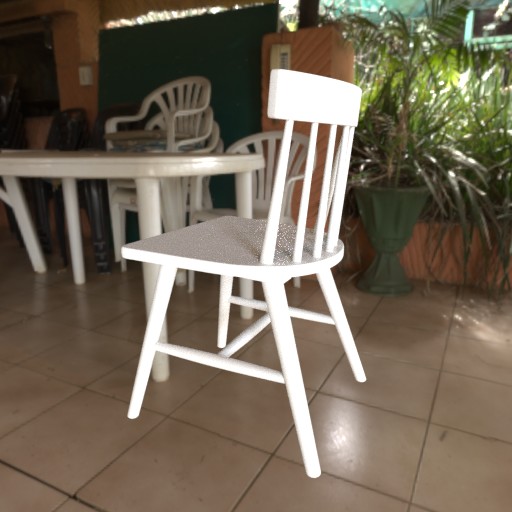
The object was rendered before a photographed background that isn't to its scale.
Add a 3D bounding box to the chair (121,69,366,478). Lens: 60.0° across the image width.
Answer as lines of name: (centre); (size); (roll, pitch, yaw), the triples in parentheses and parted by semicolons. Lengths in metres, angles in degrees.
chair: (0.000, 0.000, 1.104); (0.500, 0.787, 0.483); (7, 16, 25)
